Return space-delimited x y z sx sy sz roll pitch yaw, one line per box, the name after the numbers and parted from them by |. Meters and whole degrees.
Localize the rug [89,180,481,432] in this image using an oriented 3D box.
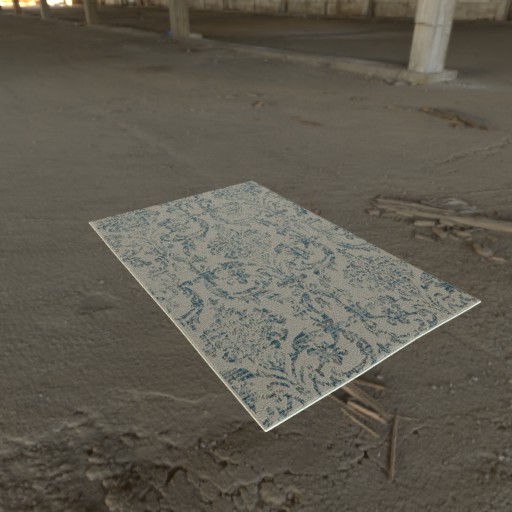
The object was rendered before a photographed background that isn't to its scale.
0.000 0.000 2.356 1.213 0.012 1.831 -20 36 -30 | rug
